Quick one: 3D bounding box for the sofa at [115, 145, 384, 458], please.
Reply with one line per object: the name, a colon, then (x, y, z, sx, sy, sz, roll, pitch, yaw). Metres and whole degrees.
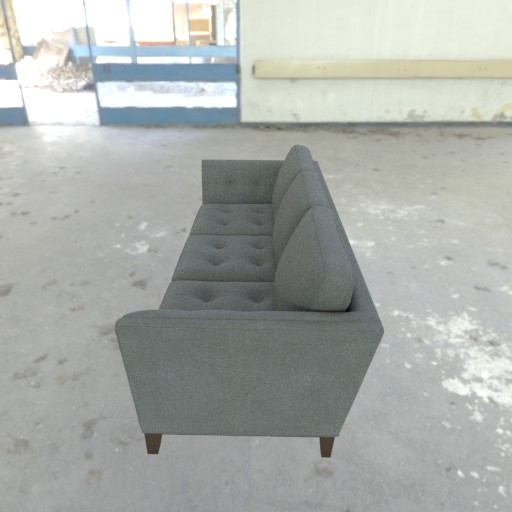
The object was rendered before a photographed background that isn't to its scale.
sofa: (0.000, 0.000, 2.759, 0.965, 0.940, 2.387, 1, 26, 1)
